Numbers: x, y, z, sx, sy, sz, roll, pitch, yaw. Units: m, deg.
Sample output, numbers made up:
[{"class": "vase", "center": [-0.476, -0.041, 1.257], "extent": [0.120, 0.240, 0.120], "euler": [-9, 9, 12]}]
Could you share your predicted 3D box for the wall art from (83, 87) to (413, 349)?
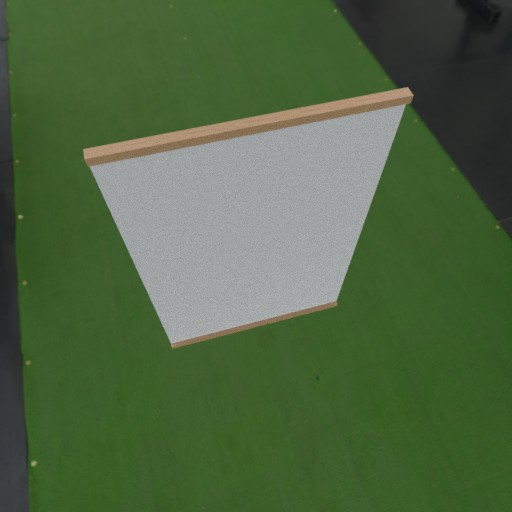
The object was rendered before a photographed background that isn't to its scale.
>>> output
[{"class": "wall art", "center": [0.000, 0.000, 0.656], "extent": [0.335, 0.510, 0.013], "euler": [-13, 59, -8]}]
